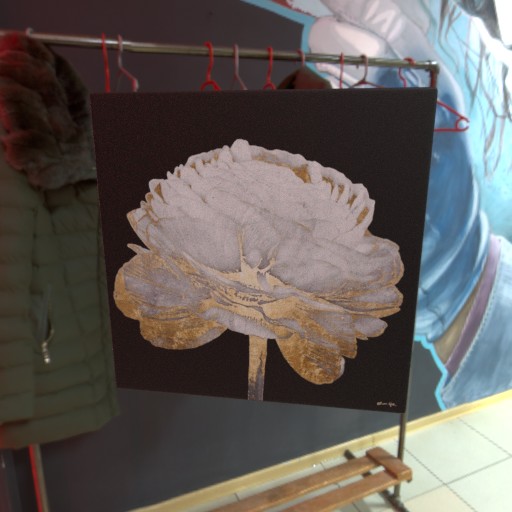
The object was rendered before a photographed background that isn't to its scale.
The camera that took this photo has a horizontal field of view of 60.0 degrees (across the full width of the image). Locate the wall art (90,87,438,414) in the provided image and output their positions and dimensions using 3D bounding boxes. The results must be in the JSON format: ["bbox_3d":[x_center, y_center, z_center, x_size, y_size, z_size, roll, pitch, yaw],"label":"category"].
[{"bbox_3d":[0.000,0.000,0.582,0.406,0.407,0.041,2,15,8],"label":"wall art"}]
